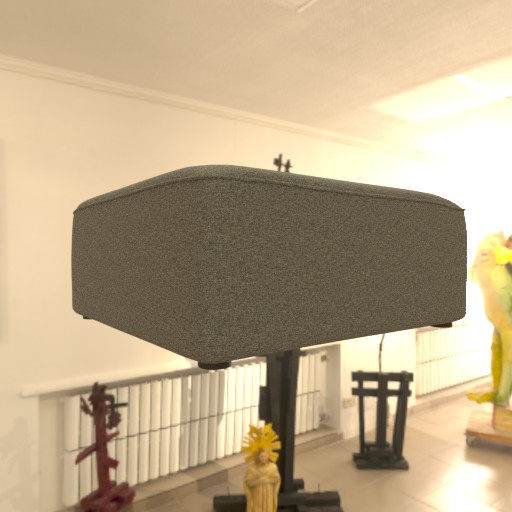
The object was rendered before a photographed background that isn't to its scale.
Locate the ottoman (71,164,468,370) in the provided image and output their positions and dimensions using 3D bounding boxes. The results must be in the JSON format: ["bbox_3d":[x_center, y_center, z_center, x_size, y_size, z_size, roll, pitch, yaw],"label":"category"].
[{"bbox_3d":[0.000,0.000,1.561,1.005,0.464,1.015,0,0,-36],"label":"ottoman"}]
